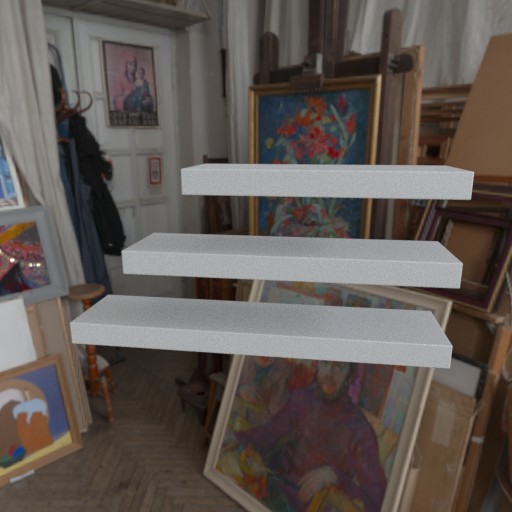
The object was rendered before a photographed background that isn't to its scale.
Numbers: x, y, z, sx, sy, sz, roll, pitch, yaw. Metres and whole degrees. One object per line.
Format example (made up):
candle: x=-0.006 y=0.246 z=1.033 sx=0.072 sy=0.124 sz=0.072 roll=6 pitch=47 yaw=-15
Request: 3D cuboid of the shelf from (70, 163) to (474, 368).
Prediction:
shelf: x=0.000 y=0.000 z=0.738 sx=0.610 sy=0.293 sz=0.140 roll=2 pitch=15 yaw=8
